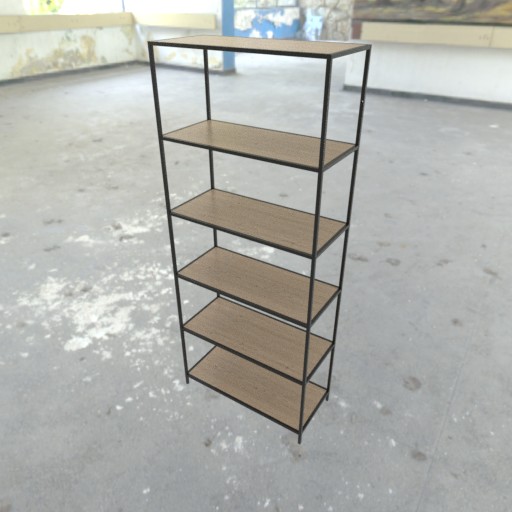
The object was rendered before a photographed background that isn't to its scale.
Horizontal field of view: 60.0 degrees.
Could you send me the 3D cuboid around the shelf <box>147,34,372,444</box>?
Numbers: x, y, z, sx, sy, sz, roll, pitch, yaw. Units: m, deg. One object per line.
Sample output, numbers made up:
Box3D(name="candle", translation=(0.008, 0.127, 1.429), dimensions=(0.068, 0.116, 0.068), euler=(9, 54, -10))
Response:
Box3D(name="shelf", translation=(0.000, 0.000, 2.125), dimensions=(0.770, 1.850, 0.350), euler=(18, 35, 28))
